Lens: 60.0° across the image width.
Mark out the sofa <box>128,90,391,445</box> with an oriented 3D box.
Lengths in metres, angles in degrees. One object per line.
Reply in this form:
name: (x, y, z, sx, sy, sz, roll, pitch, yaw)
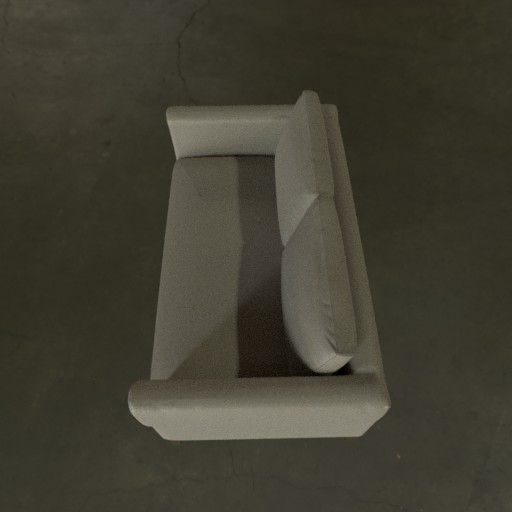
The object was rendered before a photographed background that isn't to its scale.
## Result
sofa: (0.000, 0.000, 2.126, 0.899, 0.873, 1.598, -1, 57, -1)
